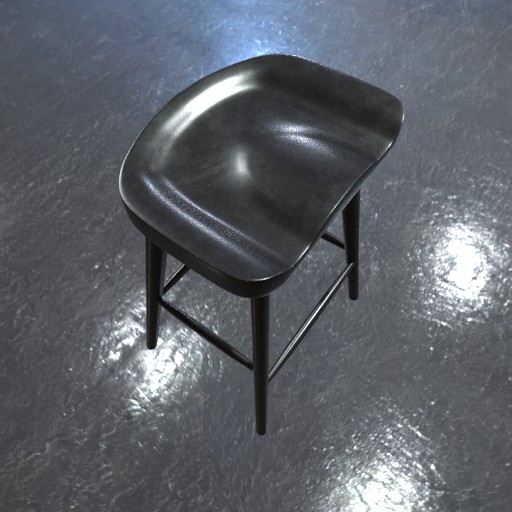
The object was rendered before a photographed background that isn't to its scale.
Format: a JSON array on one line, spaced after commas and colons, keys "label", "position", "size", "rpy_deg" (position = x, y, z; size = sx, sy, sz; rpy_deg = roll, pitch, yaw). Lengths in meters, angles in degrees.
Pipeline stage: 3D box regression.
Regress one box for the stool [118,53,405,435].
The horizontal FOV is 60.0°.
[{"label": "stool", "position": [0.000, 0.000, 0.876], "size": [0.361, 0.615, 0.440], "rpy_deg": [32, 63, 18]}]
